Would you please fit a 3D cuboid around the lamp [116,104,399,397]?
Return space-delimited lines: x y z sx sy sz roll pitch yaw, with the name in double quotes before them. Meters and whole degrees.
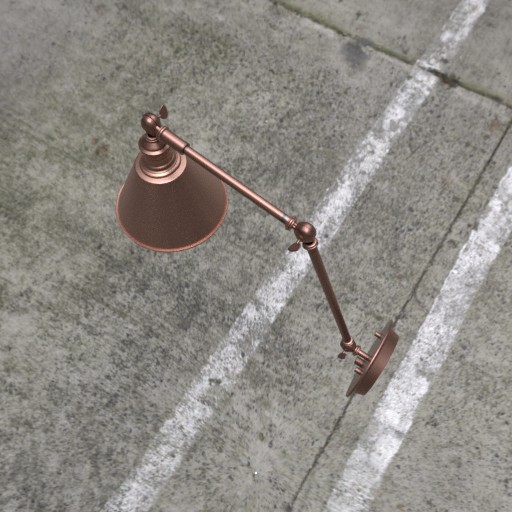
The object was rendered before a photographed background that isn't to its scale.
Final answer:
"lamp" 0.000 0.000 0.850 0.624 0.502 0.223 31 68 14
